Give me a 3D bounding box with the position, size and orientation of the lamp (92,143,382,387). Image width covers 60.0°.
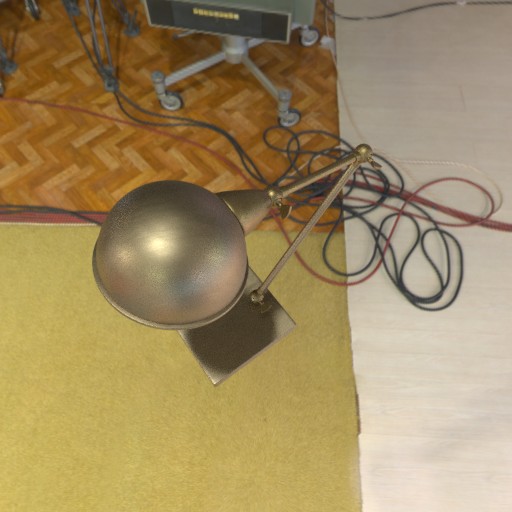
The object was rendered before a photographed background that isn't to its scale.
[{"bbox_3d":[0.000,0.000,0.550,0.339,0.371,0.149,-33,68,-15],"label":"lamp"}]
